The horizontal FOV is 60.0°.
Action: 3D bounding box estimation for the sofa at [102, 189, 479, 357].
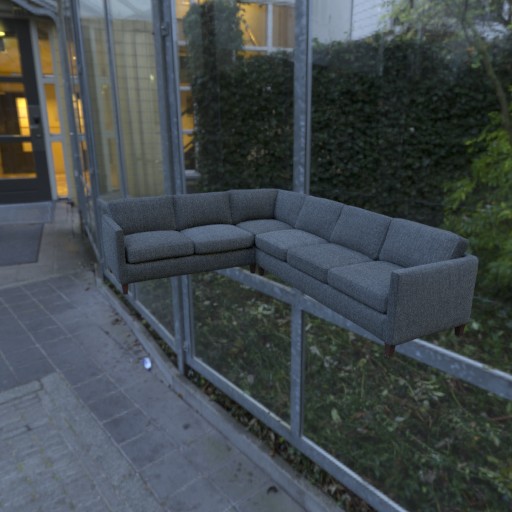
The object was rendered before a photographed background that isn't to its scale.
[{"bbox_3d":[0.000,0.000,4.580,2.593,0.947,3.302,-8,19,-26],"label":"sofa"}]
